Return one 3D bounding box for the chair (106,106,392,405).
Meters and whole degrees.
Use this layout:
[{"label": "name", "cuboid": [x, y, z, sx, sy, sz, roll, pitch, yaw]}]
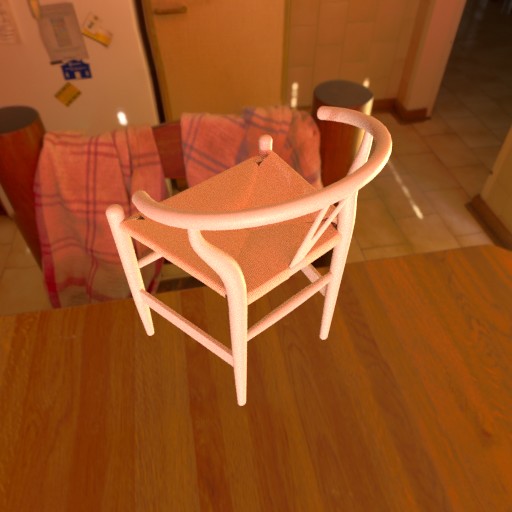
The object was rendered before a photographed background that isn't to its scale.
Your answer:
[{"label": "chair", "cuboid": [0.000, 0.000, 1.107, 0.533, 0.736, 0.500, -32, 54, -27]}]
